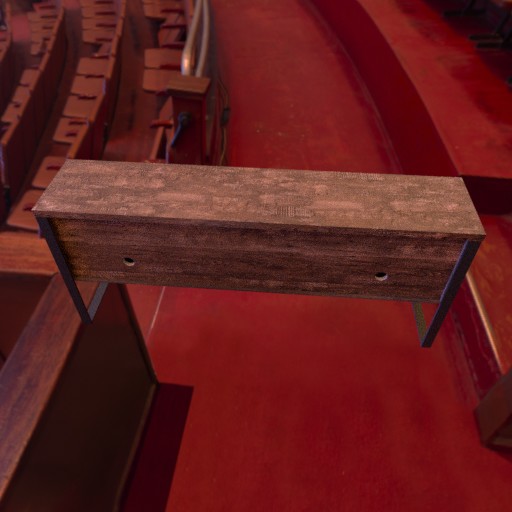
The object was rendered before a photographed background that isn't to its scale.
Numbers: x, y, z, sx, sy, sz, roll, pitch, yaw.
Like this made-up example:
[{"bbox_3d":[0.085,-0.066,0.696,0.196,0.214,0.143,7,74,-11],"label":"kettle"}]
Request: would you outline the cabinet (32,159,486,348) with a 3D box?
[{"bbox_3d":[0.000,0.000,2.155,1.800,0.762,0.395,3,45,3],"label":"cabinet"}]
